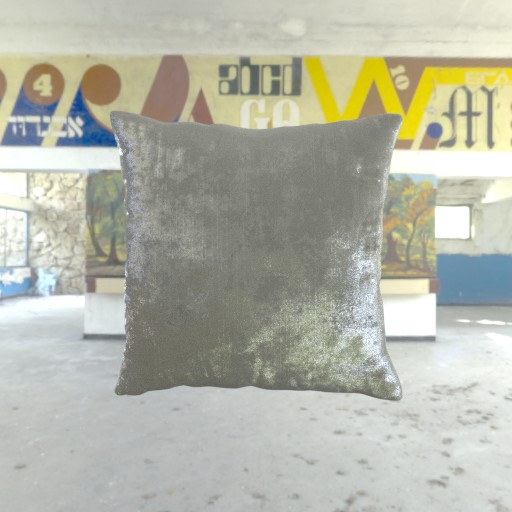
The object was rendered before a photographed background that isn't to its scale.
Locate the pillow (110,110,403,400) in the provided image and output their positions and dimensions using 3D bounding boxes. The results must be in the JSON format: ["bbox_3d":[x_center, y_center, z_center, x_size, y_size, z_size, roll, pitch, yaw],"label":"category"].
[{"bbox_3d":[0.000,0.000,0.715,0.470,0.464,0.175,0,0,1],"label":"pillow"}]
